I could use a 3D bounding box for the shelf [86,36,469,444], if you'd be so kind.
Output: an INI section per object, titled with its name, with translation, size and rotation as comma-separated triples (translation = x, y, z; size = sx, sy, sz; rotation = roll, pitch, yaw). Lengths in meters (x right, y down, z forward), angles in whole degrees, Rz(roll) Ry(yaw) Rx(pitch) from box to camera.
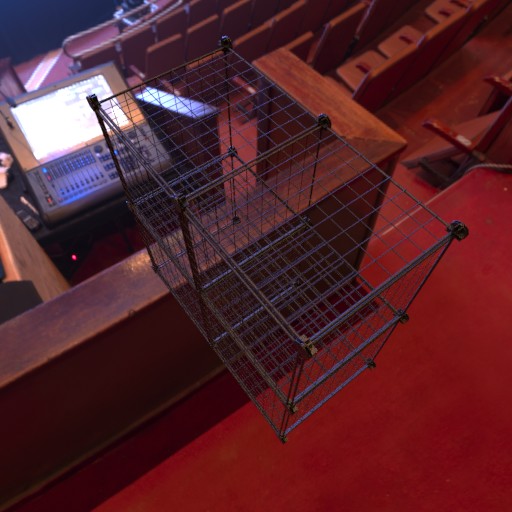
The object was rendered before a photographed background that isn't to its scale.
[shelf]
translation = 0.000, 0.000, 1.126
size = 0.356, 0.711, 0.711
rotation = -33, 63, -19
